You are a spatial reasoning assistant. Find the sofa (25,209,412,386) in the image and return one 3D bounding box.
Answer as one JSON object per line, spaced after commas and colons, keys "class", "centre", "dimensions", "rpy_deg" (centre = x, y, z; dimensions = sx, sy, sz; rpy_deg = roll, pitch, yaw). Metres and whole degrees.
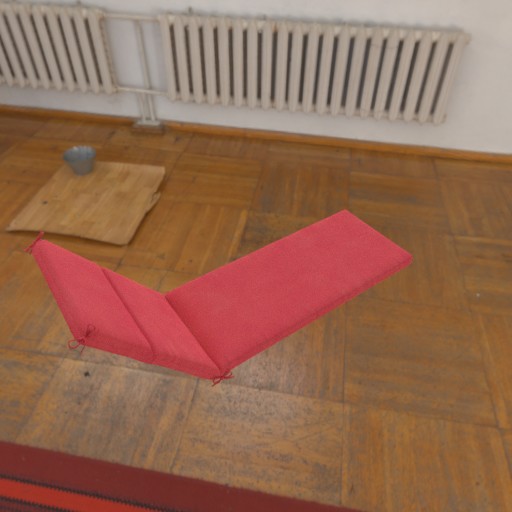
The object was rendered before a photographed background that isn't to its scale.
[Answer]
{"class": "sofa", "centre": [0.000, 0.000, 1.954], "dimensions": [1.663, 0.622, 0.582], "rpy_deg": [-25, 48, -25]}
